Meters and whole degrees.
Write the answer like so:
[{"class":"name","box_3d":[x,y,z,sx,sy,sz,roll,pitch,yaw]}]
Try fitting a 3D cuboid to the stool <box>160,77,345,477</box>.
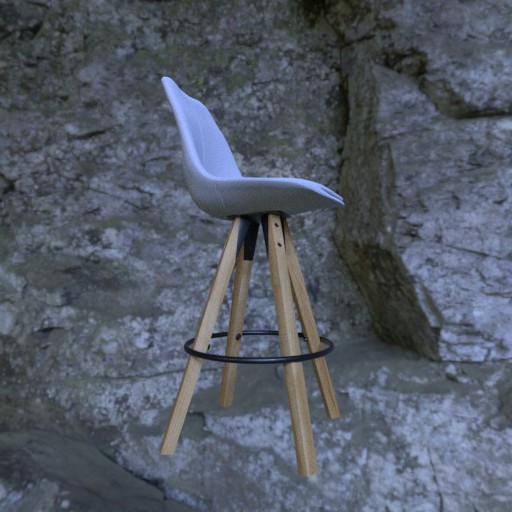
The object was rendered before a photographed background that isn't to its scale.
[{"class":"stool","box_3d":[0.000,0.000,1.399,0.550,1.115,0.484,0,-1,18]}]
